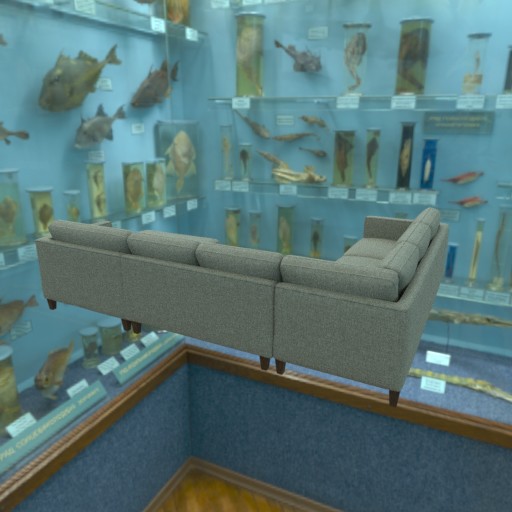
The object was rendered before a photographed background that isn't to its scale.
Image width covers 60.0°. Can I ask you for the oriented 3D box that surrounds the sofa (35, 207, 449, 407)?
[{"bbox_3d":[0.000,0.000,4.509,3.403,0.889,2.551,9,20,26],"label":"sofa"}]
